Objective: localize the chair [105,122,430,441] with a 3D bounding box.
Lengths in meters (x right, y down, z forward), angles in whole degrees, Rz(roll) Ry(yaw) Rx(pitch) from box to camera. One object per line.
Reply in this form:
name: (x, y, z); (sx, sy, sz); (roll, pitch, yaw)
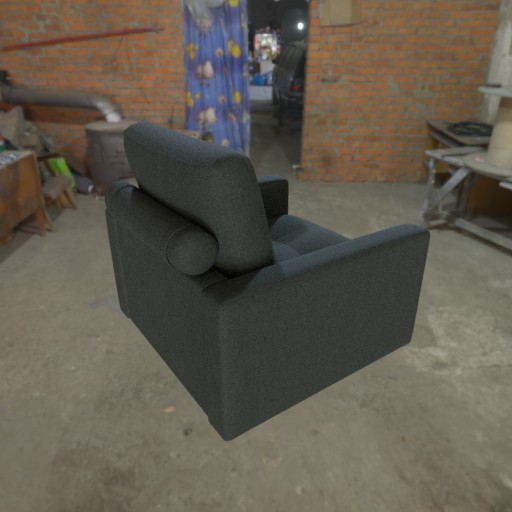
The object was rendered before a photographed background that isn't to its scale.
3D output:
chair: (0.000, 0.000, 1.542); (0.843, 0.880, 0.821); (-17, 30, -31)
